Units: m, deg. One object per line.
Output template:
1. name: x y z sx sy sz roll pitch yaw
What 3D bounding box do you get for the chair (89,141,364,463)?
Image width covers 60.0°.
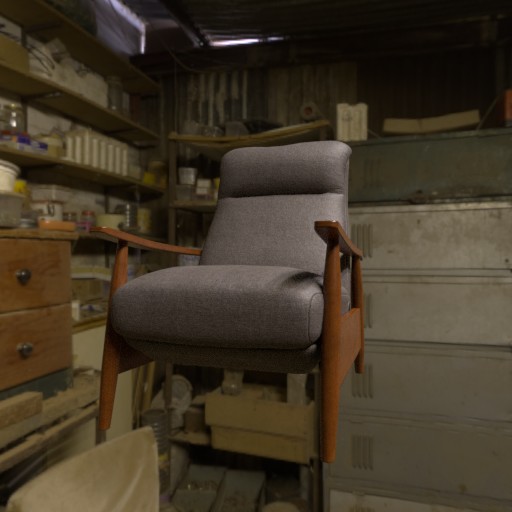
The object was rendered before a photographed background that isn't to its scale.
1. chair: 0.000 0.000 1.721 0.762 1.081 1.014 0 0 18
